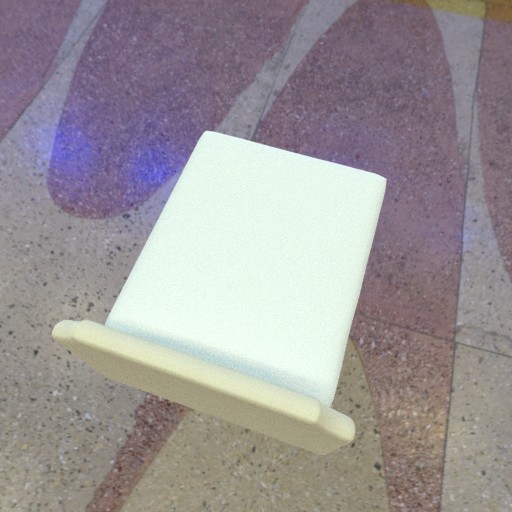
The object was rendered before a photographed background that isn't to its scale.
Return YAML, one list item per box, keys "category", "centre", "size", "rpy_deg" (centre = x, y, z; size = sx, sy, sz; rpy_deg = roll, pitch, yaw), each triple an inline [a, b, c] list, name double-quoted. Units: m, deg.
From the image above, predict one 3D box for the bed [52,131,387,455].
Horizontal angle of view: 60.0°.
- category: "bed"
  centre: [0.000, 0.000, 3.307]
  size: [1.827, 1.296, 2.209]
  rpy_deg: [17, 64, 8]
